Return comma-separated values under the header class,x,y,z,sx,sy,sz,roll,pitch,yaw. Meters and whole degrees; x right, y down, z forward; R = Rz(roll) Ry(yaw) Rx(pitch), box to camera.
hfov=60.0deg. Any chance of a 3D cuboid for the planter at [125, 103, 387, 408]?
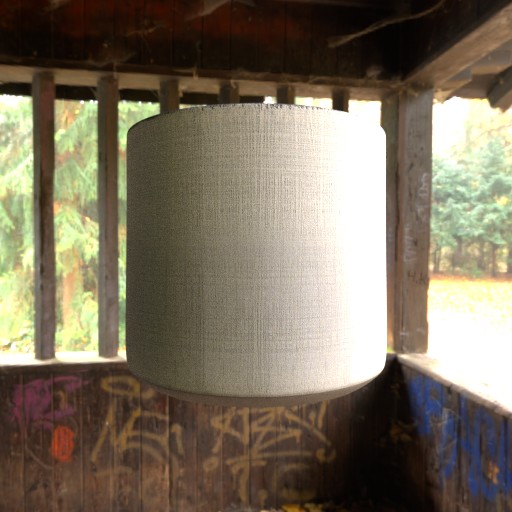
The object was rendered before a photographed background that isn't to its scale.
class,x,y,z,sx,sy,sz,roll,pitch,yaw
planter,0.000,0.000,0.389,0.221,0.201,0.221,0,2,0
